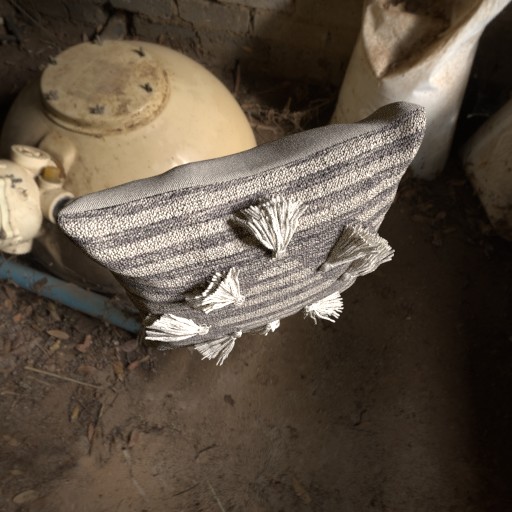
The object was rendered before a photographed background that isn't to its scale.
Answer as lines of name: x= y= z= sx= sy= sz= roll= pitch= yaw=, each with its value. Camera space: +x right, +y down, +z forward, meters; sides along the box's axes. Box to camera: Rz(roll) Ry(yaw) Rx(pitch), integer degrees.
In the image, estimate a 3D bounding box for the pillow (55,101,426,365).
pillow: x=0.000 y=0.000 z=0.747 sx=0.484 sy=0.490 sz=0.234 roll=-19 pitch=65 yaw=-9
